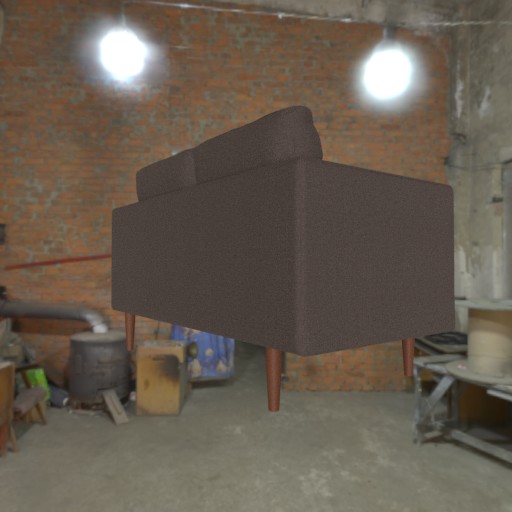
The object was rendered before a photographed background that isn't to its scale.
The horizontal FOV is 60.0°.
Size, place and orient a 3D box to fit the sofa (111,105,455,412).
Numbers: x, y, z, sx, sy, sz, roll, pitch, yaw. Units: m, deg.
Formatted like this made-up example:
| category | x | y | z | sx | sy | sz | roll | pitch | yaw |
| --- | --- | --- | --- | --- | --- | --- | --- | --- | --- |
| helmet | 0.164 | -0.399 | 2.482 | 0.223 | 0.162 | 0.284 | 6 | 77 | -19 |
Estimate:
| category | x | y | z | sx | sy | sz | roll | pitch | yaw |
| --- | --- | --- | --- | --- | --- | --- | --- | --- | --- |
| sofa | 0.000 | 0.000 | 1.938 | 0.796 | 0.908 | 1.430 | 1 | -1 | -37 |
